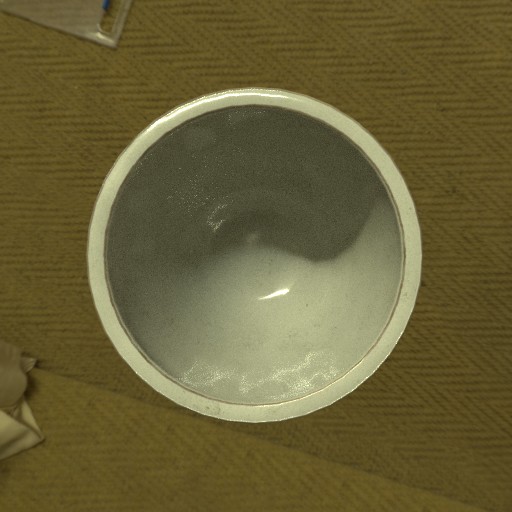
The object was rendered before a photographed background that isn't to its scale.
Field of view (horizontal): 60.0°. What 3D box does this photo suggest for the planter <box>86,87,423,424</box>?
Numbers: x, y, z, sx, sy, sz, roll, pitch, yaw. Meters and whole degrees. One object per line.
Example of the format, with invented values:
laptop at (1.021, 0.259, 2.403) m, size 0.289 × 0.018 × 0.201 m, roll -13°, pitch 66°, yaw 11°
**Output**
planter at (0.000, 0.000, 0.348) m, size 0.197 × 0.191 × 0.197 m, roll 0°, pitch 90°, yaw 1°
